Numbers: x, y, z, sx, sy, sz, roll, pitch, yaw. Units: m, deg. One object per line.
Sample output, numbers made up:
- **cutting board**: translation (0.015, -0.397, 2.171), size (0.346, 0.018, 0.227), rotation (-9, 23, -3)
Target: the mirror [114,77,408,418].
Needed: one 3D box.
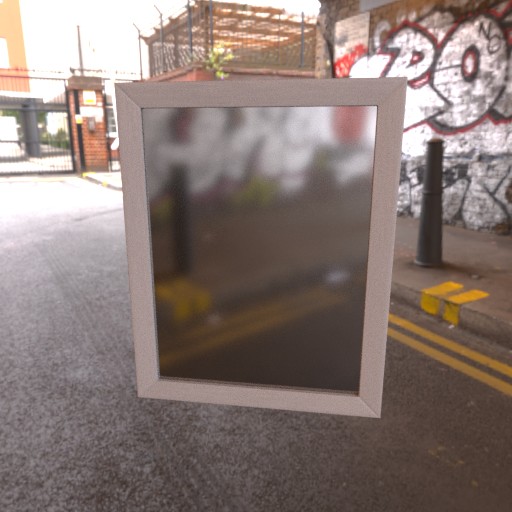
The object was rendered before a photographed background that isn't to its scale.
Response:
- **mirror**: translation (0.000, 0.000, 0.689), size (0.405, 0.508, 0.041), rotation (2, 15, 8)
